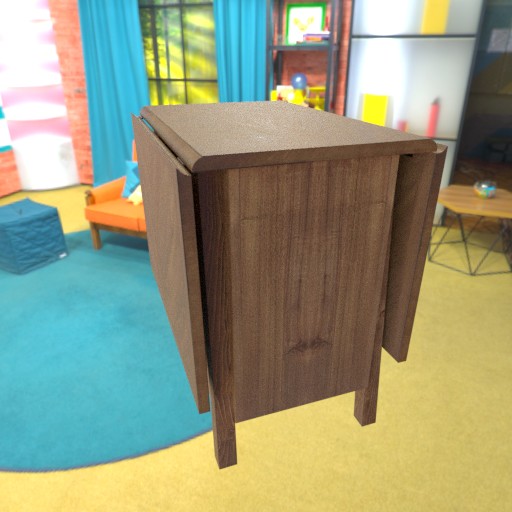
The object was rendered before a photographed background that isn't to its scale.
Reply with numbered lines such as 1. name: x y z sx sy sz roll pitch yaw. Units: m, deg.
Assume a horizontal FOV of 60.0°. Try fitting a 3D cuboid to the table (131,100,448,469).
1. table: 0.000 0.000 1.641 0.701 0.981 0.967 -9 26 -18
